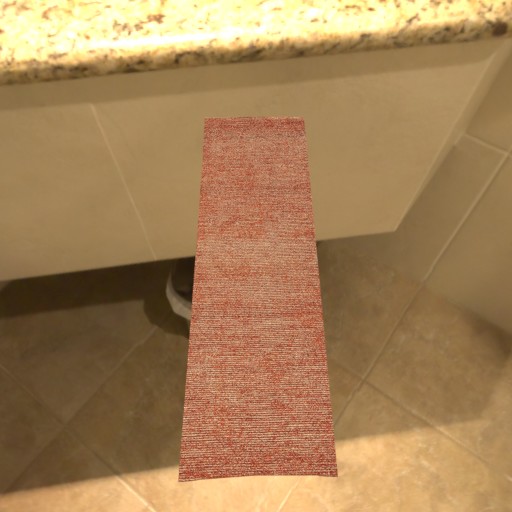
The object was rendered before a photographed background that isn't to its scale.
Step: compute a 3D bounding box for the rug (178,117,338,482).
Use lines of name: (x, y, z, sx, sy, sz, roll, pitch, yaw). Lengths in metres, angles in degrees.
rug: (0.000, 0.000, 2.590, 0.718, 0.013, 2.353, 0, 59, 0)
